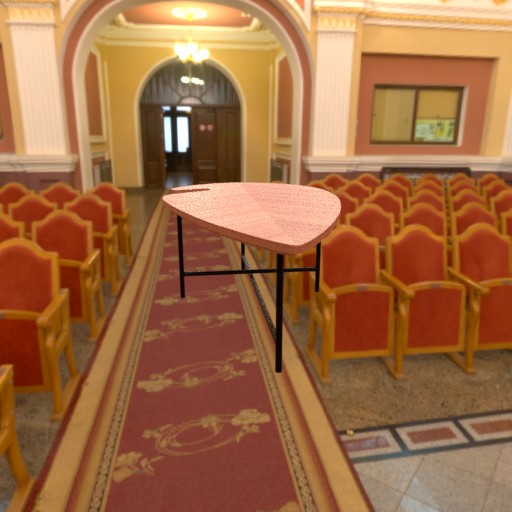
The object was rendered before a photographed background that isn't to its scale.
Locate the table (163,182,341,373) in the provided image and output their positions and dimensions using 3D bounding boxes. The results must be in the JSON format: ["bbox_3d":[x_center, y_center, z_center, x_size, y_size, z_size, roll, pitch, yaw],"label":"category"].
[{"bbox_3d":[0.000,0.000,1.451,0.598,0.360,1.199,-2,15,-7],"label":"table"}]
